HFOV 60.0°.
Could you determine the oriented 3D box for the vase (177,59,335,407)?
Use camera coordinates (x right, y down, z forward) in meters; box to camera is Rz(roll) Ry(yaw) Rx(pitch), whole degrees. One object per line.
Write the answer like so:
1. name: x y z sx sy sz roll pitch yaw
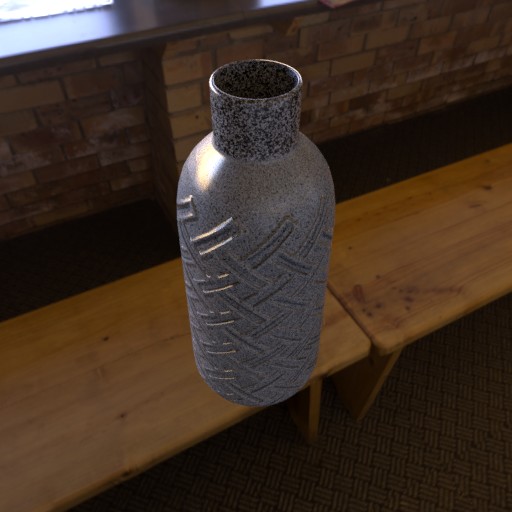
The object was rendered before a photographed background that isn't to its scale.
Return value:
1. vase: 0.000 0.000 0.345 0.122 0.282 0.122 0 47 0
